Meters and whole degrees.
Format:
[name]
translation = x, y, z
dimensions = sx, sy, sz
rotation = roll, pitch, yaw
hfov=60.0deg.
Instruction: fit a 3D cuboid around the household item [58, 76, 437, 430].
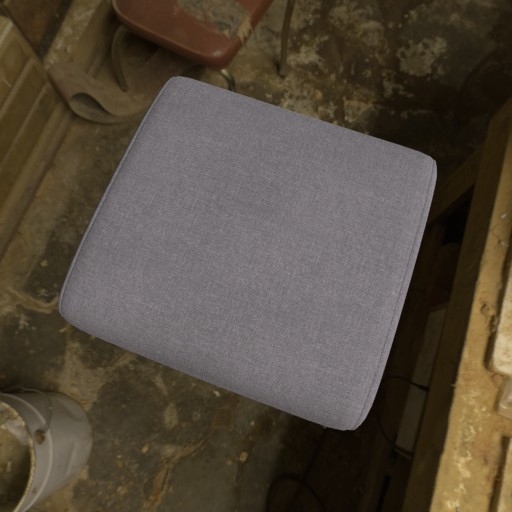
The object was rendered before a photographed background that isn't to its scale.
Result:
[household item]
translation = 0.000, 0.000, 0.881
dimensions = 0.530, 0.410, 0.530
rotation = 20, 75, 6
